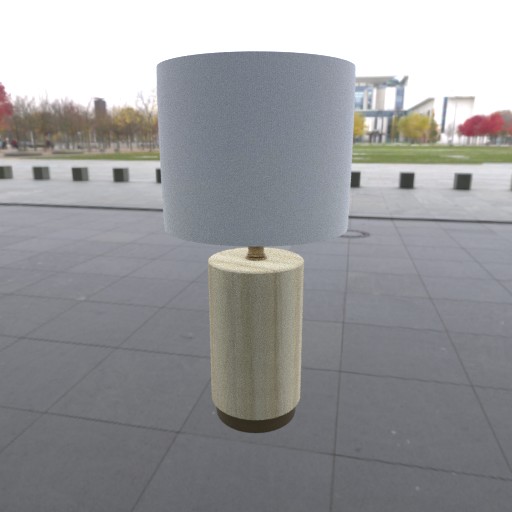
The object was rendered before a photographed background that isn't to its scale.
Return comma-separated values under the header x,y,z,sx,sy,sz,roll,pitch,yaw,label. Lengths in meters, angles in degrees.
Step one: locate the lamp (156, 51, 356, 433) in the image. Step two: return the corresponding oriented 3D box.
x,y,z,sx,sy,sz,roll,pitch,yaw,label
0.000,0.000,0.568,0.228,0.444,0.228,7,16,26,lamp
